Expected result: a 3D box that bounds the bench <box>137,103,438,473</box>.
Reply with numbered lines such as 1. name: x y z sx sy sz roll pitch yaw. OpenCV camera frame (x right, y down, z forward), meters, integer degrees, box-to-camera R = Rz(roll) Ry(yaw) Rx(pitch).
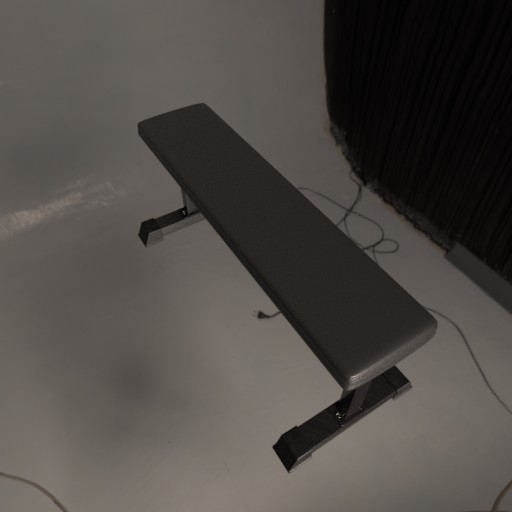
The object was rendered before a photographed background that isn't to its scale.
1. bench: 0.000 0.000 1.330 0.439 0.453 1.072 -25 53 -21
